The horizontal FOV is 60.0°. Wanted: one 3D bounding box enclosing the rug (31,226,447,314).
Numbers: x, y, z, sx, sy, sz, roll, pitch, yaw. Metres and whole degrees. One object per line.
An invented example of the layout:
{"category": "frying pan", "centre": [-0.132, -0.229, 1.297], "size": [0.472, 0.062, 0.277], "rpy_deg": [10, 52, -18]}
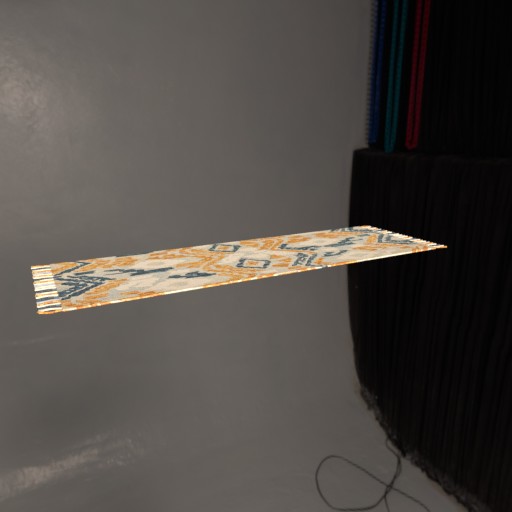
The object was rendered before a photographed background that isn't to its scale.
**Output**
{"category": "rug", "centre": [0.000, 0.000, 2.695], "size": [2.437, 0.010, 0.783], "rpy_deg": [-8, 17, -27]}
